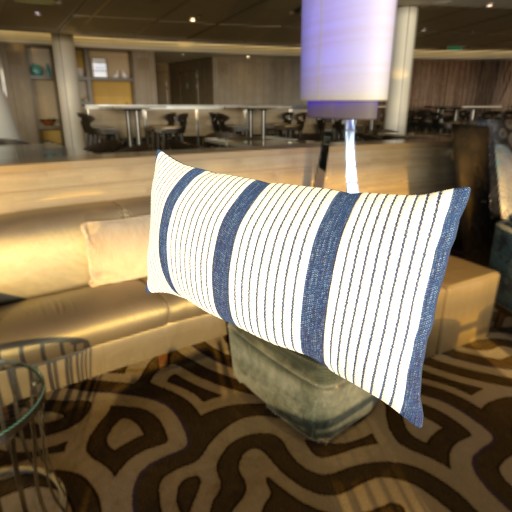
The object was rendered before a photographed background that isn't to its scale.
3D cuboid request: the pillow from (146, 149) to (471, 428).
[{"bbox_3d":[0.000,0.000,0.709,0.608,0.292,0.156,17,25,42],"label":"pillow"}]
